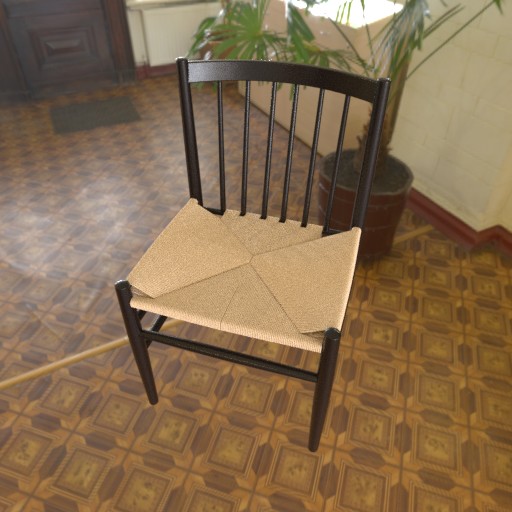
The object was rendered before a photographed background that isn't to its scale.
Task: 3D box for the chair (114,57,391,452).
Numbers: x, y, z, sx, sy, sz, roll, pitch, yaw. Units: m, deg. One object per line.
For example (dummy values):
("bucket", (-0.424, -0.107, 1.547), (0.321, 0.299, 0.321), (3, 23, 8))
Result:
("chair", (0.000, 0.000, 1.117), (0.495, 0.818, 0.516), (11, 42, 13))
